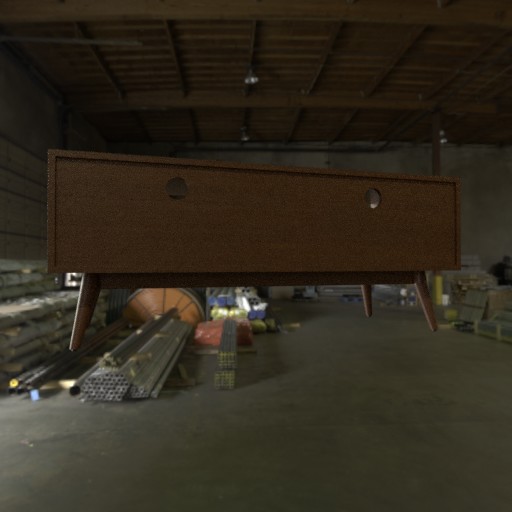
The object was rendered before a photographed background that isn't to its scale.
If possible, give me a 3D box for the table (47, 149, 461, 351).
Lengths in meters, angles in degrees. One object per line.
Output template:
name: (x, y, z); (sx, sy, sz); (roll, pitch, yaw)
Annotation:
table: (0.000, 0.000, 1.381); (1.119, 0.464, 0.490); (0, -1, -17)
